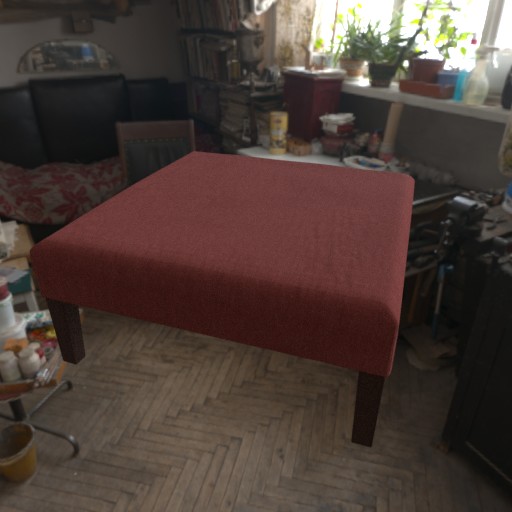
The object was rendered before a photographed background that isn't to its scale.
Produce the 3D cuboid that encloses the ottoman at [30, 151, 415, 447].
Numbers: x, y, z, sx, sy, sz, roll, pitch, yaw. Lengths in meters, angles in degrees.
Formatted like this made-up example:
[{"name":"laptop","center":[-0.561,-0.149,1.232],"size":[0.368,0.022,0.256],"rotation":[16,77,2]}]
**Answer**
[{"name":"ottoman","center":[0.000,0.000,1.406],"size":[0.889,0.411,0.890],"rotation":[10,31,17]}]
